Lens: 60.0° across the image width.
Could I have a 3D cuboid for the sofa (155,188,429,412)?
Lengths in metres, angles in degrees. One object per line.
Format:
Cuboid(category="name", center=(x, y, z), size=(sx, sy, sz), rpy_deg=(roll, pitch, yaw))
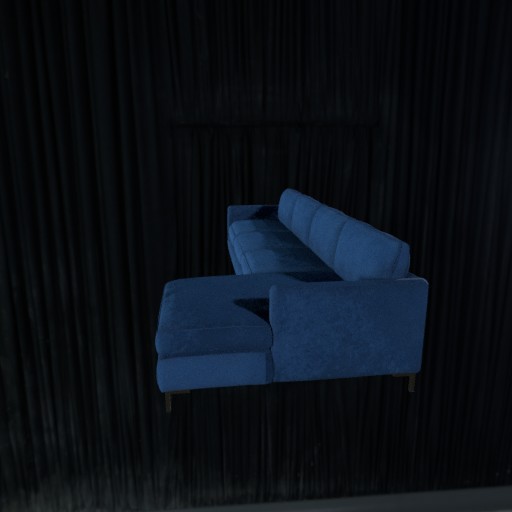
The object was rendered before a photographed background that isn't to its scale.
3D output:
Cuboid(category="sofa", center=(0.000, 0.000, 3.514), size=(1.350, 0.810, 2.932), rpy_deg=(-2, 14, -7))
